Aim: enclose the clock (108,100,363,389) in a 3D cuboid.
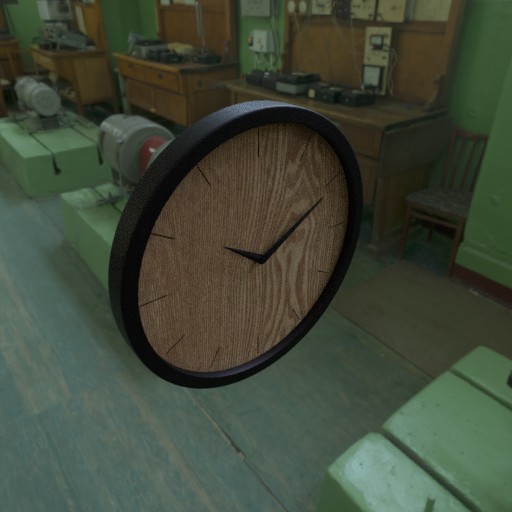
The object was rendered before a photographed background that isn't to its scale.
[{"bbox_3d":[0.000,0.000,0.473,0.314,0.314,0.029,-22,37,-33],"label":"clock"}]
